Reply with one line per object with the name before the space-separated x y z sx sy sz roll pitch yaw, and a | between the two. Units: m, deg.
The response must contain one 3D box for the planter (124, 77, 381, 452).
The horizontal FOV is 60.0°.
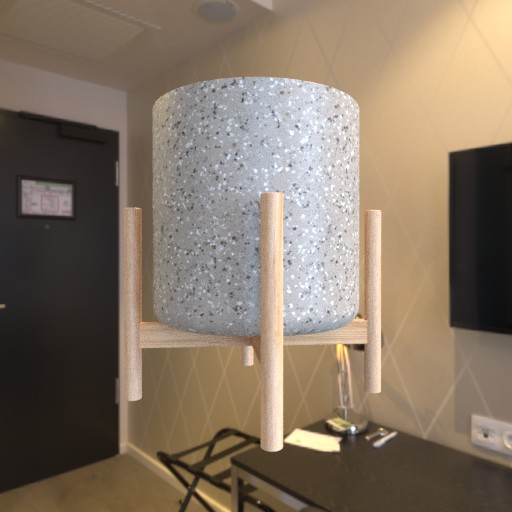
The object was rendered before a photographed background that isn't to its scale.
planter | 0.000 0.000 0.668 0.360 0.419 0.360 0 0 17
